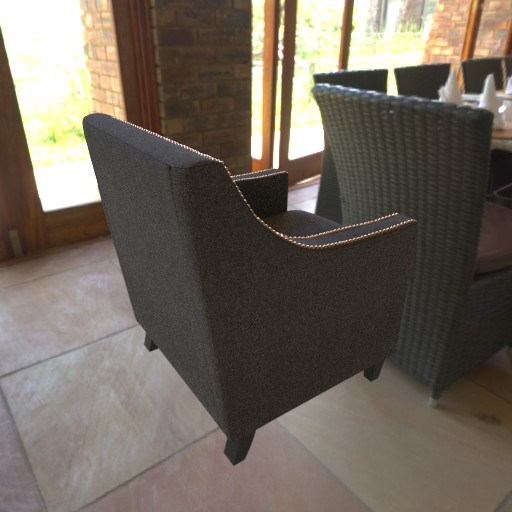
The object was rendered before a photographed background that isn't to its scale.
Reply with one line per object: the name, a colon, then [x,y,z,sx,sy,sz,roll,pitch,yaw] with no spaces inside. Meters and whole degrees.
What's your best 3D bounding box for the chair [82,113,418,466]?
chair: [0.000,0.000,1.593,0.884,0.967,0.776,-17,31,-30]
